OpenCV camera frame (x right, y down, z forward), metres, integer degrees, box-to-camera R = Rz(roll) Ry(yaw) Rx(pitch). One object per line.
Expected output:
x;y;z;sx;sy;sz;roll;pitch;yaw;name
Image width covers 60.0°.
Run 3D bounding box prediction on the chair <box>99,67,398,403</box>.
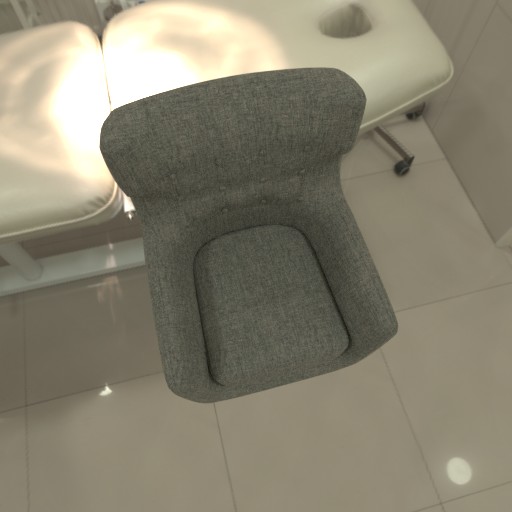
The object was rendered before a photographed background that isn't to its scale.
0.000;0.000;1.750;0.878;1.063;0.904;-13;64;-7;chair
